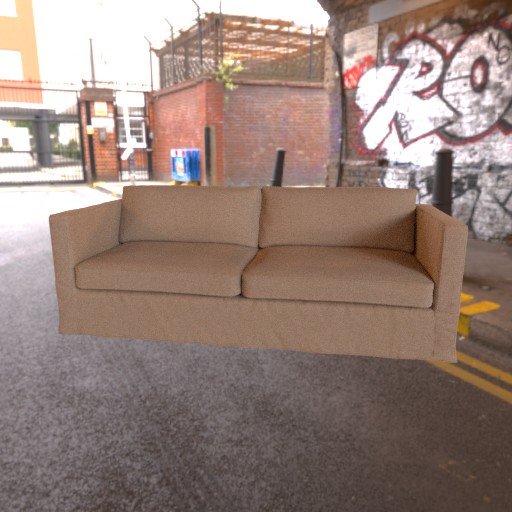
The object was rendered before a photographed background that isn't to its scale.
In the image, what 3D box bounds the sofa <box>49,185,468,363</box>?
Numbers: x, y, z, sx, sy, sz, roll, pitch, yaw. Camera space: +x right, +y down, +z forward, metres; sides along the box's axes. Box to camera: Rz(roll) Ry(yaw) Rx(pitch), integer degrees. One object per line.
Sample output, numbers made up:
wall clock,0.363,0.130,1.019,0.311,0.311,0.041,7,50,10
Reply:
sofa,0.000,0.000,2.822,2.296,0.847,0.956,2,14,9
